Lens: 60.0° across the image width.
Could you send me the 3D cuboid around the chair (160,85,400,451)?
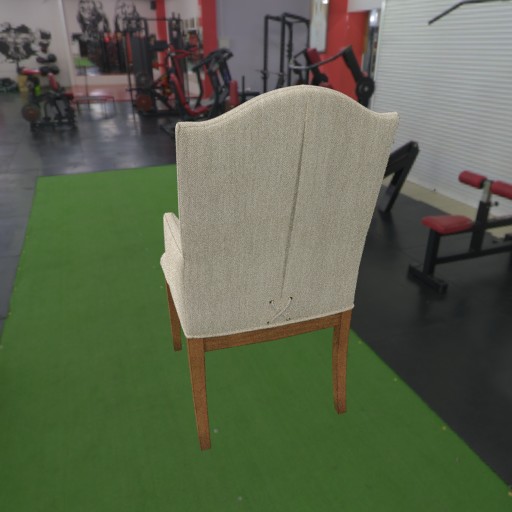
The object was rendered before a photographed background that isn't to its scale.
[{"bbox_3d":[0.000,0.000,1.350,0.533,1.016,0.641,-8,26,-17],"label":"chair"}]
